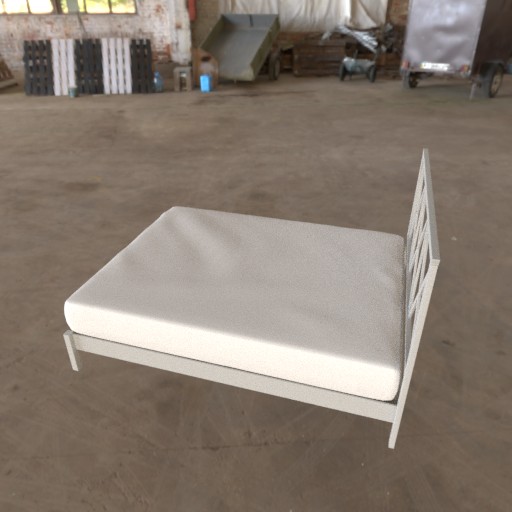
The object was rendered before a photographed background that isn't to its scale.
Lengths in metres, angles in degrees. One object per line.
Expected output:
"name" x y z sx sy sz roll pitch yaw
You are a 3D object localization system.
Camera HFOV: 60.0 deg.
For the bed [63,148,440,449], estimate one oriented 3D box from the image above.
"bed" 0.000 0.000 3.145 2.135 1.253 1.673 9 31 15
